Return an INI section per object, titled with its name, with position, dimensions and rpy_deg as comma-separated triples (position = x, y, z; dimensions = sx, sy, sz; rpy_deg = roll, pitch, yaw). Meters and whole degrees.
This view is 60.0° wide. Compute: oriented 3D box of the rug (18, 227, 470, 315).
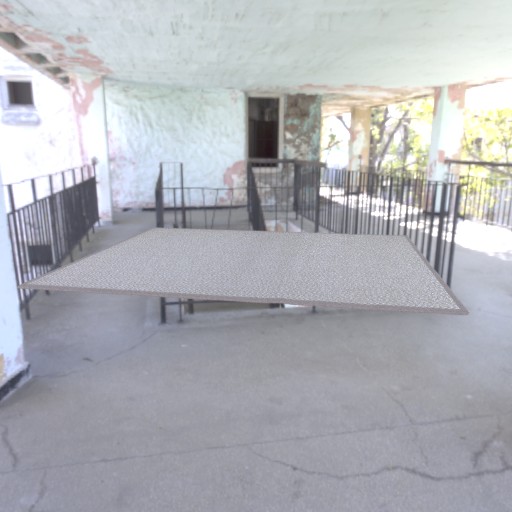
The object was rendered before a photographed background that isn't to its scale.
[rug]
position = 0.000, 0.000, 4.034
dimensions = 3.007, 0.032, 2.434
rpy_deg = 2, 14, 10
